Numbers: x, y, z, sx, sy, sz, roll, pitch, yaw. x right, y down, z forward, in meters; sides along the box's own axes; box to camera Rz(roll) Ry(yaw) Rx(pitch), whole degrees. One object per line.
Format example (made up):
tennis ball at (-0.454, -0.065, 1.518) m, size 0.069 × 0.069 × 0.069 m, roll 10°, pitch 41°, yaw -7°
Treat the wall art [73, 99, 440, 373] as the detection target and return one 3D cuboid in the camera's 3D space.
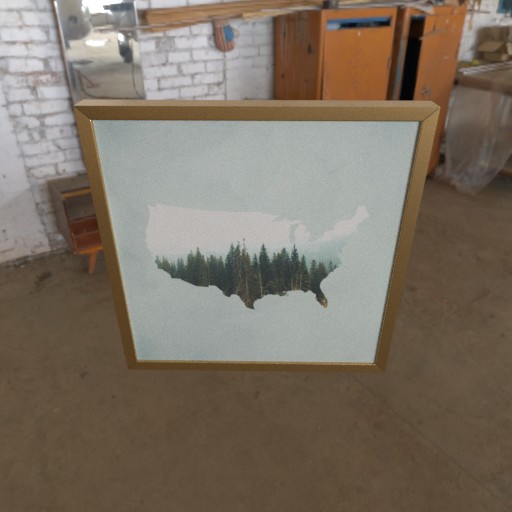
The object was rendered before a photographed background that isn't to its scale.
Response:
wall art at (0.000, 0.000, 0.763) m, size 0.509 × 0.509 × 0.040 m, roll 0°, pitch 31°, yaw 1°
